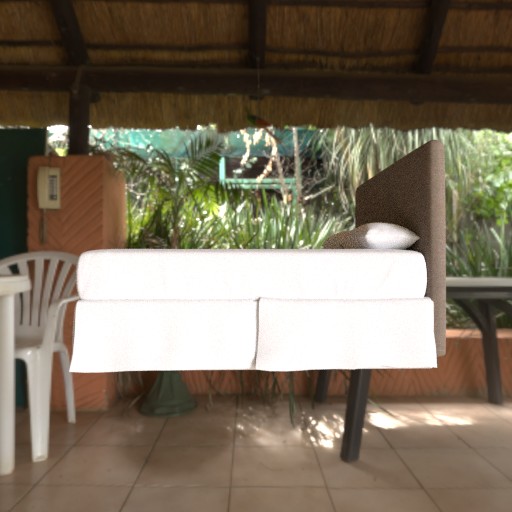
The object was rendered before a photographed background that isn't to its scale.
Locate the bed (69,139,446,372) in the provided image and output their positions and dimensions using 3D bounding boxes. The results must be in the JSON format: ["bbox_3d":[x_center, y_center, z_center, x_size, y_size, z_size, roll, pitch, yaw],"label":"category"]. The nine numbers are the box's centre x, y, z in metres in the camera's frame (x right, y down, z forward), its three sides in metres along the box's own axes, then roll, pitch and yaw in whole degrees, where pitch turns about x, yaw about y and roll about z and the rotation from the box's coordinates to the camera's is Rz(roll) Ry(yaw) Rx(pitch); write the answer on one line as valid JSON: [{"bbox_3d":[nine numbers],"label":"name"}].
[{"bbox_3d":[0.000,0.000,3.271,2.142,1.330,1.723,0,-1,-2],"label":"bed"}]
